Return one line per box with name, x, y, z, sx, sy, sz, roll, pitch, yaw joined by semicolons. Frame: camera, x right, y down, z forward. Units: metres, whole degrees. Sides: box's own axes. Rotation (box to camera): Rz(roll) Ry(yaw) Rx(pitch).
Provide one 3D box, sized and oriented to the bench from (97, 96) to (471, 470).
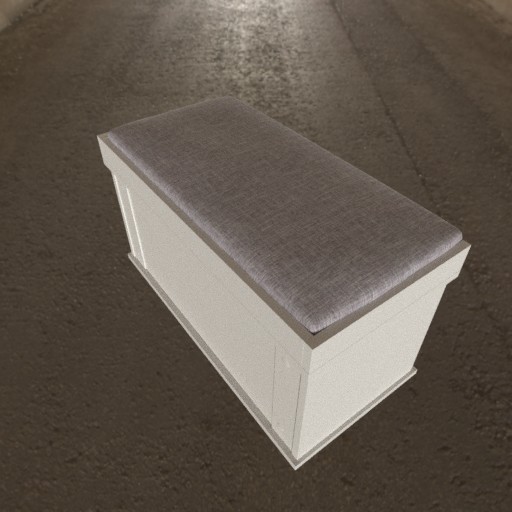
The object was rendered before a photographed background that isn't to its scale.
bench;0.000;0.000;1.010;0.362;0.461;0.734;-27;49;-26
